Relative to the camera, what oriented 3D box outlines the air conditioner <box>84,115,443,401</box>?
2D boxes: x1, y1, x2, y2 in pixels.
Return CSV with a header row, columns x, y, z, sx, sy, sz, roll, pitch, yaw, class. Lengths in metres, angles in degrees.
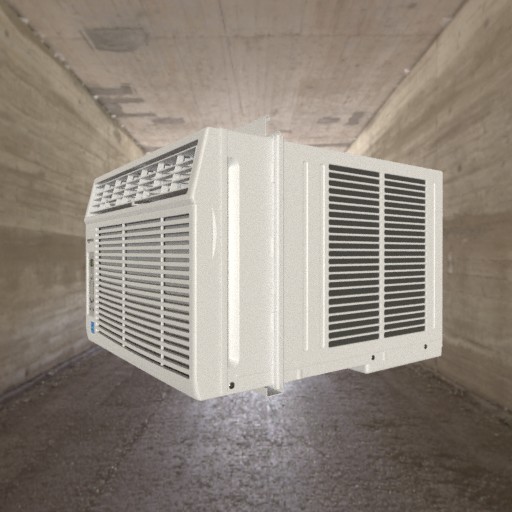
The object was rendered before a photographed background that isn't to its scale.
x,y,z,sx,sy,sz,roll,pitch,yaw,class
0.000,0.000,0.891,0.546,0.388,0.503,0,0,-36,air conditioner
